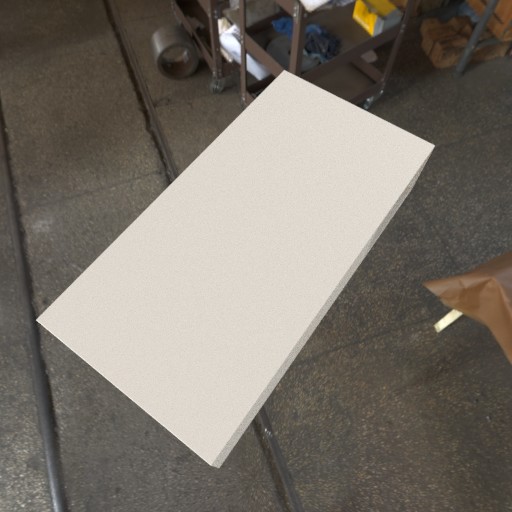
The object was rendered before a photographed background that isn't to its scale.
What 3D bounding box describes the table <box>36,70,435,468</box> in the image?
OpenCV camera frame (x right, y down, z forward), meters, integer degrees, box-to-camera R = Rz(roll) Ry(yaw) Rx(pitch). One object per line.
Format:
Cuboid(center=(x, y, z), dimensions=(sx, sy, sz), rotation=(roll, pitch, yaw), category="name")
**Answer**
Cuboid(center=(0.000, 0.000, 1.533), dimensions=(0.609, 0.432, 1.194), rotation=(33, 68, 15), category="table")
